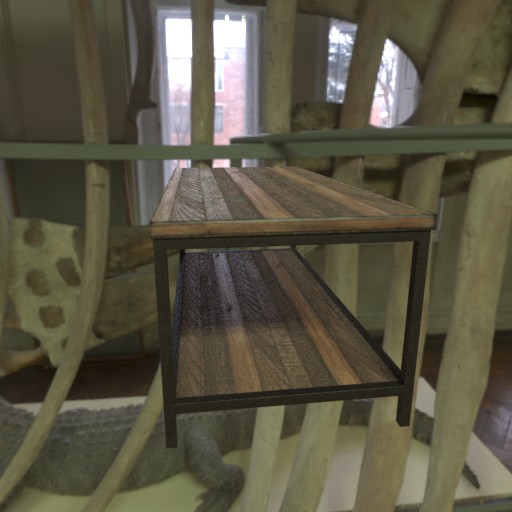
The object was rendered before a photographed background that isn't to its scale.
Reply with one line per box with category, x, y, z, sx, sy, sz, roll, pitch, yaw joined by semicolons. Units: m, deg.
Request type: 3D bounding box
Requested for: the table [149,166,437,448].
table;0.000;0.000;1.208;0.452;0.399;0.990;-2;16;-7
